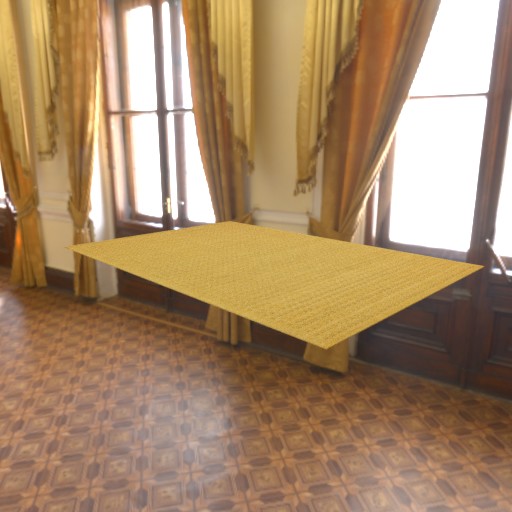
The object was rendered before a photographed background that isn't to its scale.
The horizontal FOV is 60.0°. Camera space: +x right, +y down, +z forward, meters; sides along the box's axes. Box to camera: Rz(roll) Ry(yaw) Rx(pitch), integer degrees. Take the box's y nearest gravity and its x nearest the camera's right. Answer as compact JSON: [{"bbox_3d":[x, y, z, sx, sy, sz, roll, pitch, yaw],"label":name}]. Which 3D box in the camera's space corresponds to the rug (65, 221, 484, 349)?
[{"bbox_3d":[0.000,0.000,3.663,1.981,0.006,2.895,-14,19,-43],"label":"rug"}]
